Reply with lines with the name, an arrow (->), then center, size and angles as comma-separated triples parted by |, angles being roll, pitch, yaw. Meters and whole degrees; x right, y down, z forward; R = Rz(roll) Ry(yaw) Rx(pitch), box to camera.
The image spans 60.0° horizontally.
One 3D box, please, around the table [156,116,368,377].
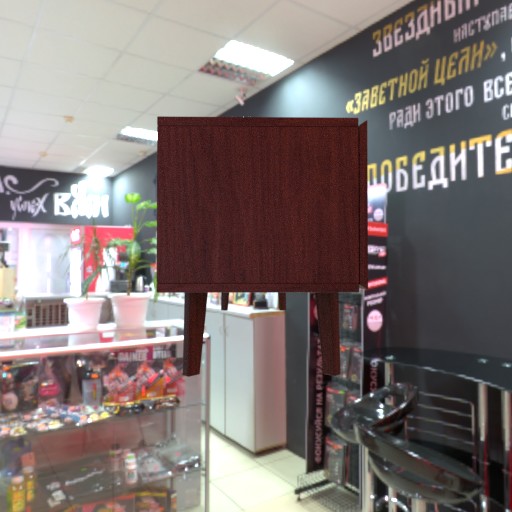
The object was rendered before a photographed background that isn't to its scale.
table -> 0.000, 0.000, 1.546 | 0.405, 0.508, 1.397 | 0, -1, -1
